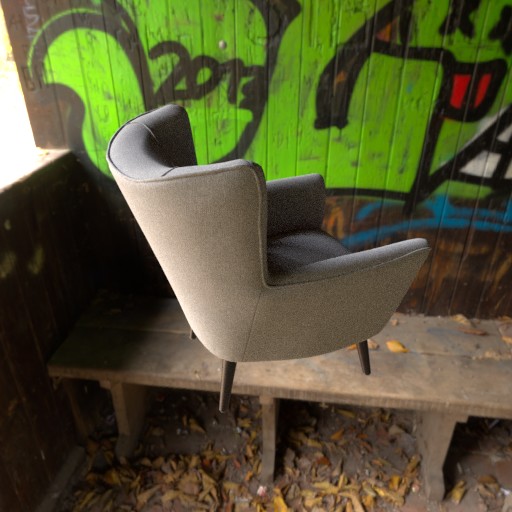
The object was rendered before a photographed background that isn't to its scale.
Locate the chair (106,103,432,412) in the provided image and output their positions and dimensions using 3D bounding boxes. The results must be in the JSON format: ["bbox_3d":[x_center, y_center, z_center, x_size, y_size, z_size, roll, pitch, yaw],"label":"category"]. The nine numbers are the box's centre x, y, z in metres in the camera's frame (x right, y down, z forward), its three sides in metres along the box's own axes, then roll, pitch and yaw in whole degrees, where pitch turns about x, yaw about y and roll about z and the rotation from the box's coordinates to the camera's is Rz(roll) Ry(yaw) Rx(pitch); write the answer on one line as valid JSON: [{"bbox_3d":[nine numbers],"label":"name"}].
[{"bbox_3d":[0.000,0.000,1.563,0.888,0.933,0.781,-11,31,-19],"label":"chair"}]
